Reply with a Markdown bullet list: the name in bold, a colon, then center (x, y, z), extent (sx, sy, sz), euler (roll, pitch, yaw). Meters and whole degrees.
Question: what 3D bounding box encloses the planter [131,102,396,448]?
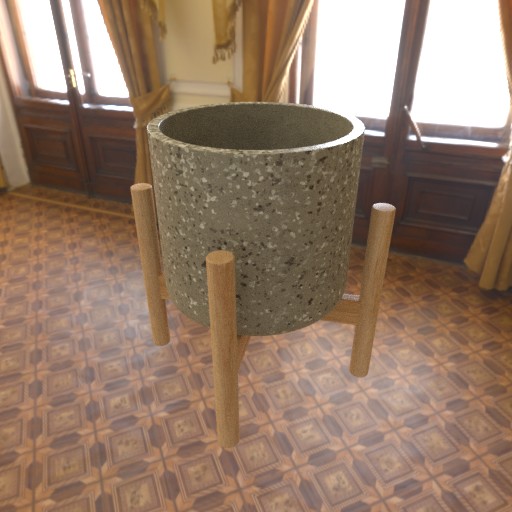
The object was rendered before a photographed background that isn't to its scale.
- **planter**: center (0.000, 0.000, 0.541), extent (0.284, 0.320, 0.284), euler (19, 35, 30)
